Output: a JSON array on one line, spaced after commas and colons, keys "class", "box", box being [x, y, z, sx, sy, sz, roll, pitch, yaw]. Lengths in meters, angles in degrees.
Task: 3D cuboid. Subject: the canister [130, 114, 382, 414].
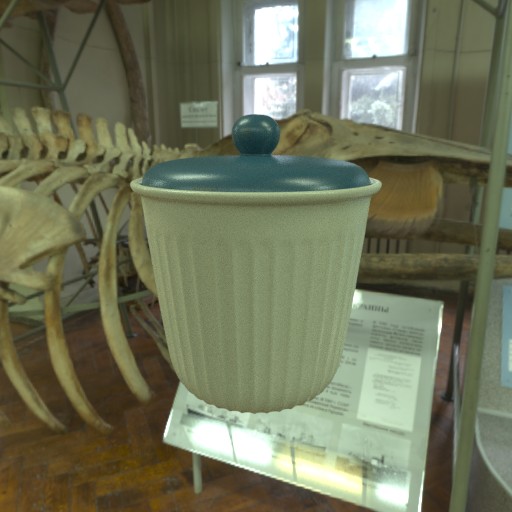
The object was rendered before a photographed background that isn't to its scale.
[{"class": "canister", "box": [0.000, 0.000, 0.345, 0.181, 0.211, 0.181, 0, 15, 0]}]
